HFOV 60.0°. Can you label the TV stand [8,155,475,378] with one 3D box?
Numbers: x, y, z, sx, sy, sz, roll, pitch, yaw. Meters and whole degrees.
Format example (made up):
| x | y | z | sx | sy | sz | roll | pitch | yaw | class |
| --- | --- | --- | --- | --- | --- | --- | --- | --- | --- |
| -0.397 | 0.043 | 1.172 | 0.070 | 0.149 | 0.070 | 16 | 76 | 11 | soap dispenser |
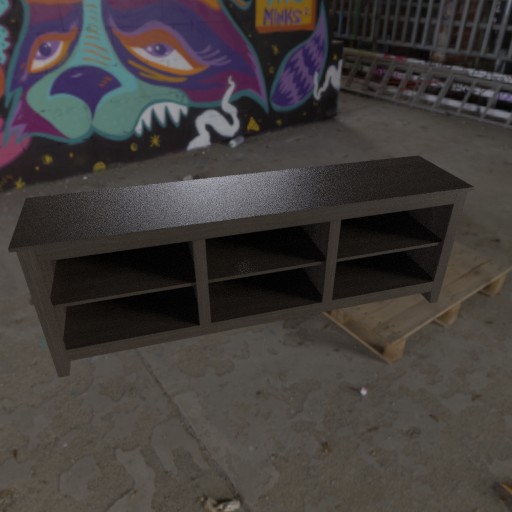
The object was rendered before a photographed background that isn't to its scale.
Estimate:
| x | y | z | sx | sy | sz | roll | pitch | yaw | class |
| --- | --- | --- | --- | --- | --- | --- | --- | --- | --- |
| 0.000 | 0.000 | 1.961 | 1.778 | 0.610 | 0.406 | -9 | 33 | -14 | TV stand |
